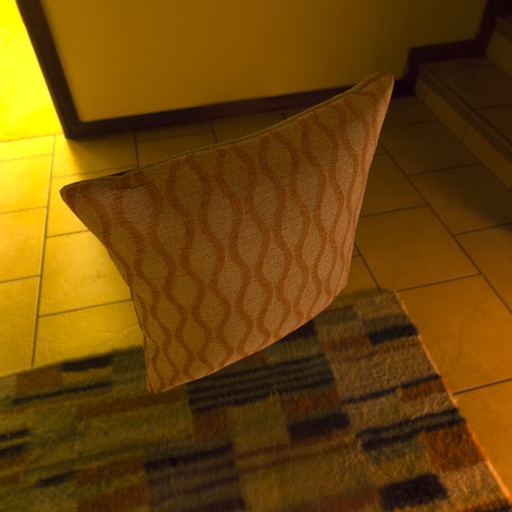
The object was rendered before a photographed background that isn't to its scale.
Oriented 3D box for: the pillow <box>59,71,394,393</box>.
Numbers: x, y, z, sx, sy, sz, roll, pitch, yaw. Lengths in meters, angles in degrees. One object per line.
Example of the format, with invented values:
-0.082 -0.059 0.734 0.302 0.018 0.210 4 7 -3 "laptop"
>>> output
0.000 0.000 0.645 0.429 0.436 0.159 -27 53 -22 "pillow"
